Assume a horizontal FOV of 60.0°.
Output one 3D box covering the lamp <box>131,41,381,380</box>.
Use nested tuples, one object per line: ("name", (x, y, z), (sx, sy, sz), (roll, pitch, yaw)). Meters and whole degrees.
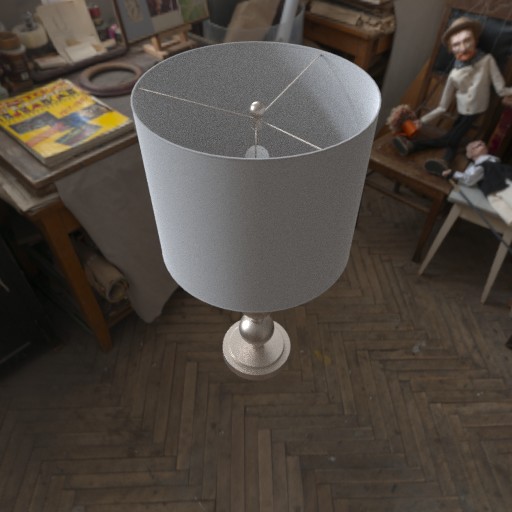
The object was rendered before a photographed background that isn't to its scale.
("lamp", (0.000, 0.000, 0.688), (0.277, 0.538, 0.277), (3, 46, 3))
